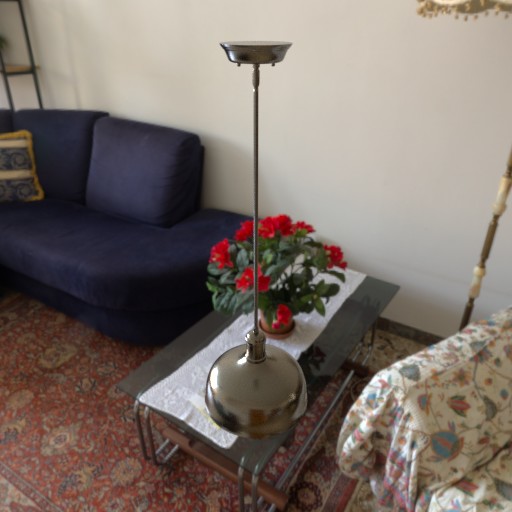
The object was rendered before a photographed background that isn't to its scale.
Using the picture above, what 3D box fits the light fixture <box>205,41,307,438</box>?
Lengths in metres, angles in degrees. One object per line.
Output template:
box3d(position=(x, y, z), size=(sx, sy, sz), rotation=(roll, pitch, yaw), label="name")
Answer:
box3d(position=(0.000, 0.000, 1.078), size=(0.299, 0.935, 0.299), rotation=(-1, 29, -3), label="light fixture")
